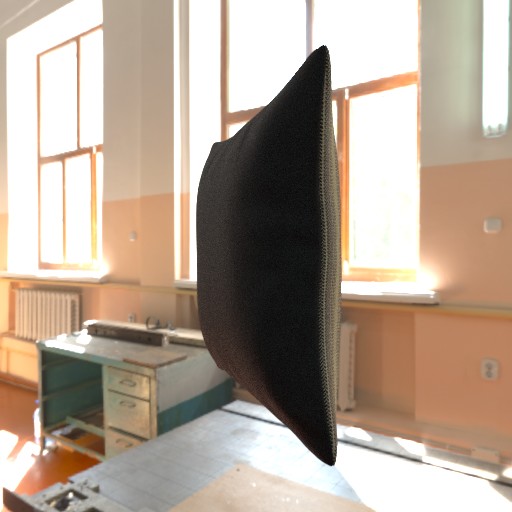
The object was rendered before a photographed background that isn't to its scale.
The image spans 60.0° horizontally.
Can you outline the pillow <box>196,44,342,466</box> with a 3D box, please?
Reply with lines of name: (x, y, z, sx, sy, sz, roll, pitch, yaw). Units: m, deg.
pillow: (0.000, 0.000, 0.770, 0.166, 0.508, 0.520, 0, 1, -20)
